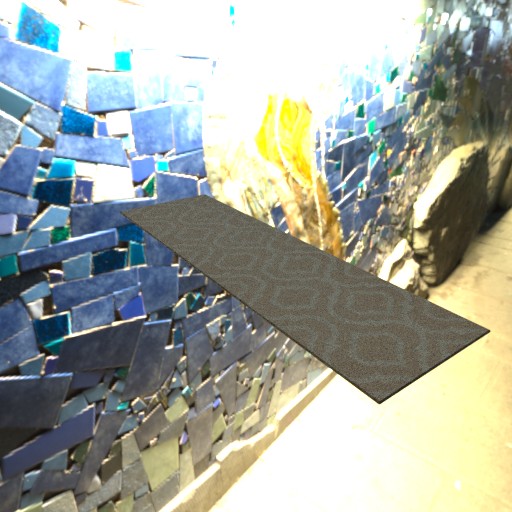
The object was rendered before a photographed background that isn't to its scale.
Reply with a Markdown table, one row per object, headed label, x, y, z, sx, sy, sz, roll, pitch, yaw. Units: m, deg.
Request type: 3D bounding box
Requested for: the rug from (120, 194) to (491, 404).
| label | x | y | z | sx | sy | sz | roll | pitch | yaw |
| --- | --- | --- | --- | --- | --- | --- | --- | --- | --- |
| rug | 0.000 | 0.000 | 2.451 | 0.691 | 0.013 | 2.289 | -17 | 30 | -32 |
